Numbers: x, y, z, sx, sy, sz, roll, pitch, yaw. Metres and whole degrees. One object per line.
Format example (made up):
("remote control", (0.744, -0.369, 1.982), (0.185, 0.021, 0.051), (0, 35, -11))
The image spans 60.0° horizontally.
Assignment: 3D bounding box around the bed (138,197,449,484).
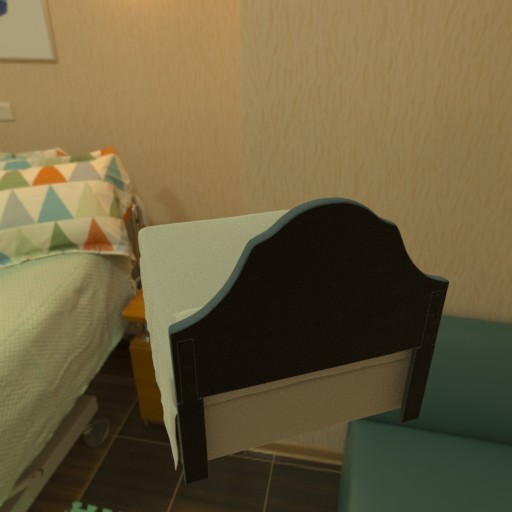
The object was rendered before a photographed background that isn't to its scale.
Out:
("bed", (0.000, 0.000, 3.227), (1.636, 1.575, 2.155), (-8, 28, -16))
